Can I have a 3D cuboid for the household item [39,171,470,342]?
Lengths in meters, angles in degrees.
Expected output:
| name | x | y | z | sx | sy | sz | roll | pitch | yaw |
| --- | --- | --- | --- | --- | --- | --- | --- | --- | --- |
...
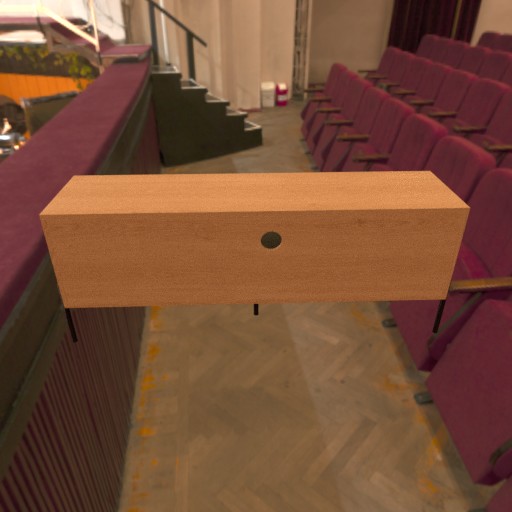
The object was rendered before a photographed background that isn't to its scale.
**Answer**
| name | x | y | z | sx | sy | sz | roll | pitch | yaw |
| --- | --- | --- | --- | --- | --- | --- | --- | --- | --- |
| household item | 0.000 | 0.000 | 1.871 | 1.550 | 0.600 | 0.400 | -1 | 31 | -2 |
